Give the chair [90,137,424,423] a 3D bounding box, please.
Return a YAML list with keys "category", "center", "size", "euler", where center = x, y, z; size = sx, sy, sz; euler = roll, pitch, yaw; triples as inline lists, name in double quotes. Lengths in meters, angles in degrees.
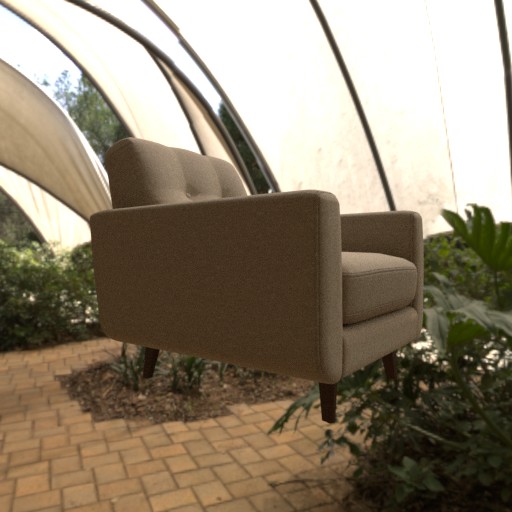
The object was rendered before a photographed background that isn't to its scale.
- category: "chair"
  center: [0.000, 0.000, 1.788]
  size: [1.128, 0.965, 0.897]
  euler: [1, 1, 36]
